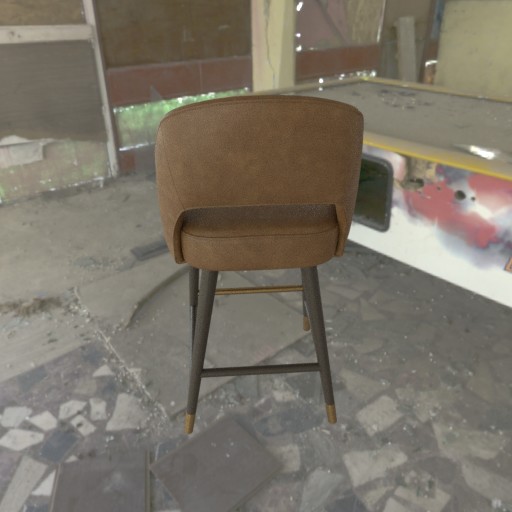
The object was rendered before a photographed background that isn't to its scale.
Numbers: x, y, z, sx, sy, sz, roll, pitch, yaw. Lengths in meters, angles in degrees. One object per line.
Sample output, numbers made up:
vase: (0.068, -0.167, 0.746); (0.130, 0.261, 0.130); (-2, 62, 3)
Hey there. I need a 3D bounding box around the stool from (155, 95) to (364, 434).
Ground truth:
stool: (0.000, 0.000, 1.241); (0.494, 0.940, 0.509); (-2, 30, -4)
